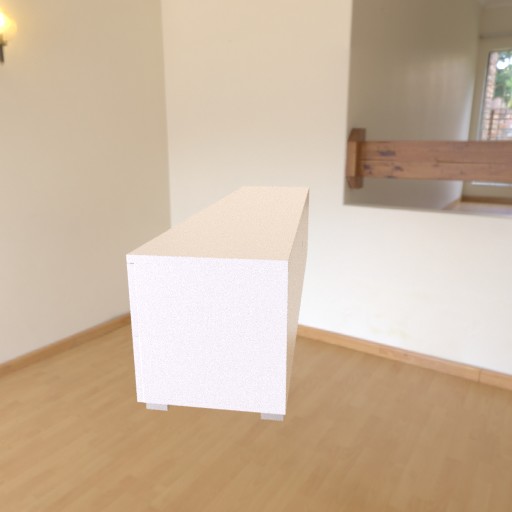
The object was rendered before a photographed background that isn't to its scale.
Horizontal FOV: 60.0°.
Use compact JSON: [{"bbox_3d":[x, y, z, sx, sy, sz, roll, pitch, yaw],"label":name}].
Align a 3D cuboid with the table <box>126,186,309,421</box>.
[{"bbox_3d":[0.000,0.000,1.878,0.390,0.420,1.650,2,15,8],"label":"table"}]
